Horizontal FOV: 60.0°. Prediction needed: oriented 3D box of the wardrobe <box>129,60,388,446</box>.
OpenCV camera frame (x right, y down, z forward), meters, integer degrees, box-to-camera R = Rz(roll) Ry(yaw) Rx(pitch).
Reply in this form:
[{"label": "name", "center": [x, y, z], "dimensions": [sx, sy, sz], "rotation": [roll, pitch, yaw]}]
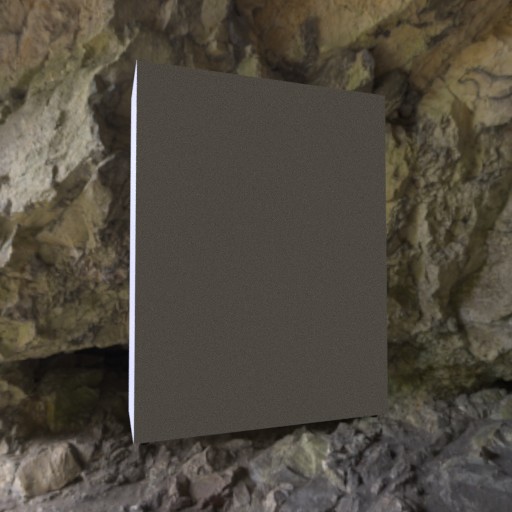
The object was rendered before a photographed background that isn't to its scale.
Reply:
[{"label": "wardrobe", "center": [0.000, 0.000, 1.671], "dimensions": [0.900, 1.200, 0.360], "rotation": [1, -2, -18]}]
